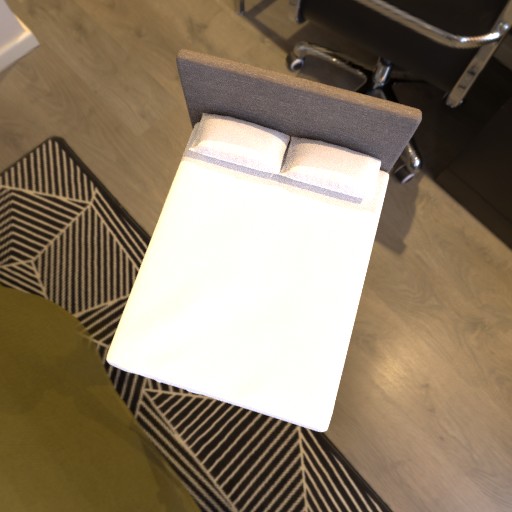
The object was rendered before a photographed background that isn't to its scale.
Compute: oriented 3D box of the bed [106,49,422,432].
[{"bbox_3d":[0.000,0.000,3.220,1.723,1.330,2.142,16,75,4],"label":"bed"}]
